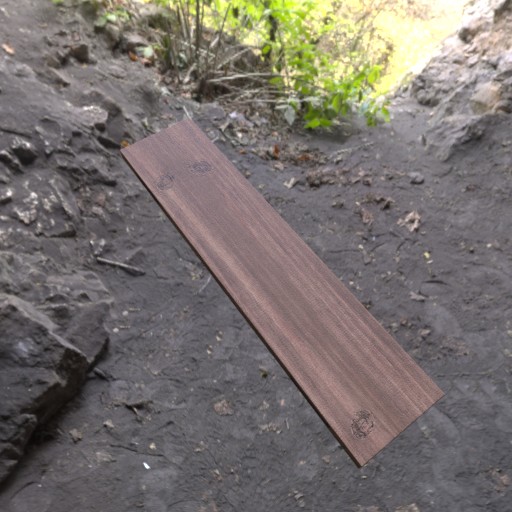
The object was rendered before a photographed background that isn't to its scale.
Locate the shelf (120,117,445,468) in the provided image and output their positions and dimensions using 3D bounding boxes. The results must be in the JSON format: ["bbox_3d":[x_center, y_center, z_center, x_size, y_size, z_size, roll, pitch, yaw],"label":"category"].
[{"bbox_3d":[0.000,0.000,0.665,0.140,0.020,0.610,-32,64,-18],"label":"shelf"}]
